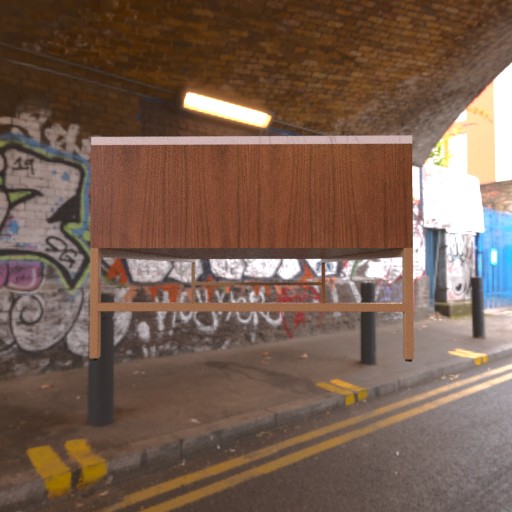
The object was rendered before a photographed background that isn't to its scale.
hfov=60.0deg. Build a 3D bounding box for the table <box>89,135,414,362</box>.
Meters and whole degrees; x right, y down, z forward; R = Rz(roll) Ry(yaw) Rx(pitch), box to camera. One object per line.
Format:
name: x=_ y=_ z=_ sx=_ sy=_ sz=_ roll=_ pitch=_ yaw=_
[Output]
table: x=0.000 y=0.000 z=1.859 sx=0.789 sy=0.551 sz=1.553 roll=0 pitch=-1 yaw=1
